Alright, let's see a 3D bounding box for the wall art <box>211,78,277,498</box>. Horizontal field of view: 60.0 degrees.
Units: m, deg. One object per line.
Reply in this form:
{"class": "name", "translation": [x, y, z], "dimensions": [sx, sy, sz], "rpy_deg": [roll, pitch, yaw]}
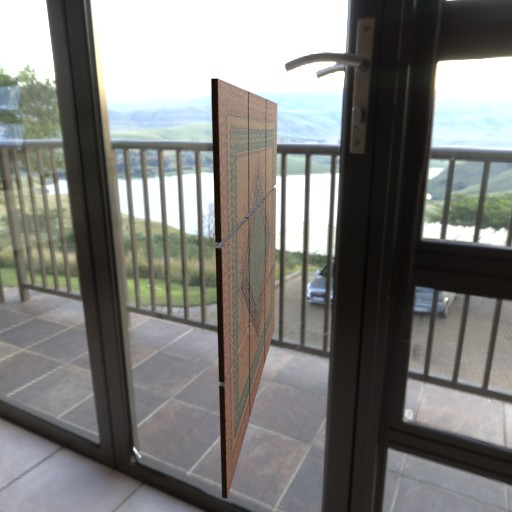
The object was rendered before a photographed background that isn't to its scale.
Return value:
{"class": "wall art", "translation": [0.000, 0.000, 1.339], "dimensions": [0.013, 0.914, 0.915], "rpy_deg": [3, 16, 9]}
